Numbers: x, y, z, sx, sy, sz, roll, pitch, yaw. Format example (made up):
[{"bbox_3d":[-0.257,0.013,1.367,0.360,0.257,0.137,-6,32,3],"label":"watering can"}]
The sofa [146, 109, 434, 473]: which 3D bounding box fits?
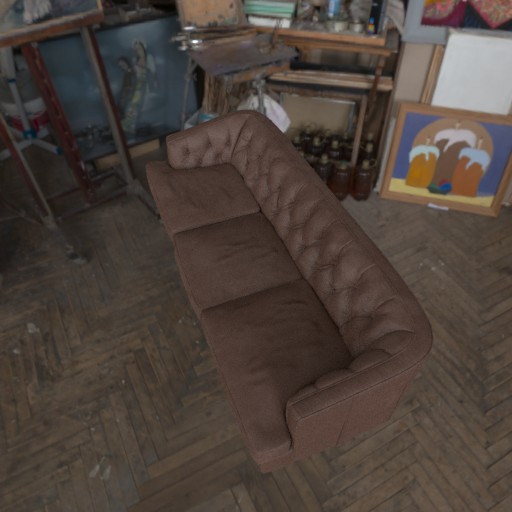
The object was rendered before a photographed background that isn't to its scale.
[{"bbox_3d":[0.000,0.000,2.673,0.927,0.787,2.227,-16,49,-15],"label":"sofa"}]
